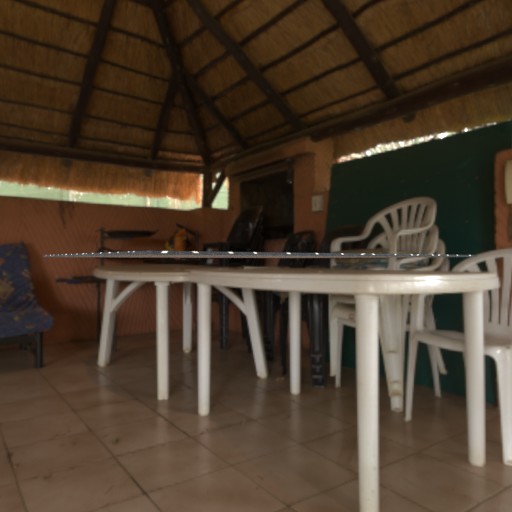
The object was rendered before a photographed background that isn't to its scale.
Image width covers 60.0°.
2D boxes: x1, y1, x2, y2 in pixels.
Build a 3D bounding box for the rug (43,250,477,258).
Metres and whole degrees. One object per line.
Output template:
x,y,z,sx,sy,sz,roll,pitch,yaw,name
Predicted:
0.000,0.000,3.964,3.047,0.022,2.439,0,-1,-36,rug
